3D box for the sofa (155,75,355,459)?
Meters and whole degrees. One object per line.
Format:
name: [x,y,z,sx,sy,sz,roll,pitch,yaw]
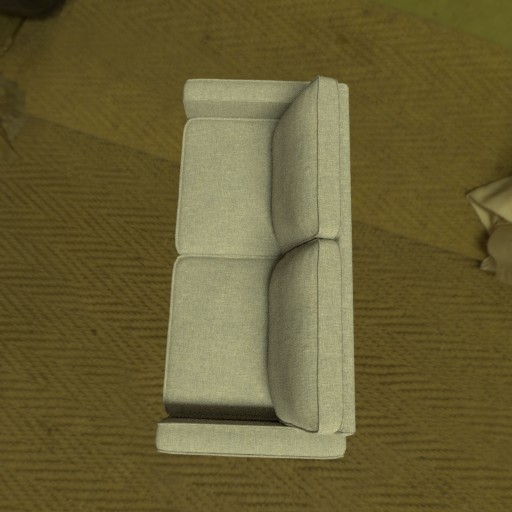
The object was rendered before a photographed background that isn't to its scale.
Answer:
sofa: [0.000,0.000,2.514,0.945,0.918,2.078,2,76,0]
